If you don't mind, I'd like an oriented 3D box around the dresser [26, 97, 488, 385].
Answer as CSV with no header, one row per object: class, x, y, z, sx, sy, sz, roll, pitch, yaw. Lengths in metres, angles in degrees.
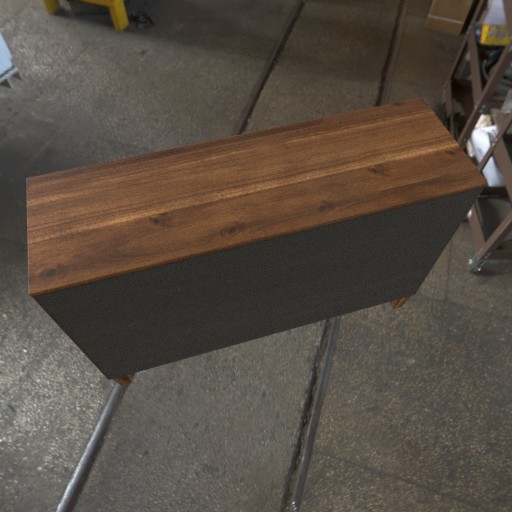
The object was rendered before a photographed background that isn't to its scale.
dresser,0.000,0.000,1.772,1.387,0.892,0.438,-14,58,-9
